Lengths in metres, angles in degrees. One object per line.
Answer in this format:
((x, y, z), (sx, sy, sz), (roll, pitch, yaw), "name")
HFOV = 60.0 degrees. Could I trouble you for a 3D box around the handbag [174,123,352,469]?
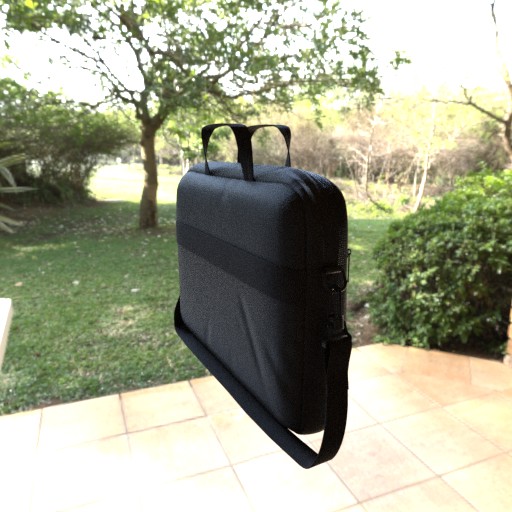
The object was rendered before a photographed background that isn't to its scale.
((0.000, 0.000, 0.428), (0.089, 0.244, 0.320), (-7, 16, -27), "handbag")
